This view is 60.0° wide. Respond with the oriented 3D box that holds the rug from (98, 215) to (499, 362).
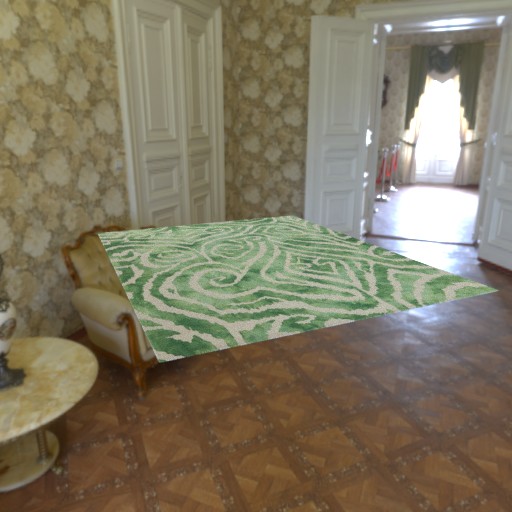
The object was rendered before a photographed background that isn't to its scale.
[{"bbox_3d":[0.000,0.000,4.019,2.436,0.007,3.045,-7,18,-23],"label":"rug"}]
